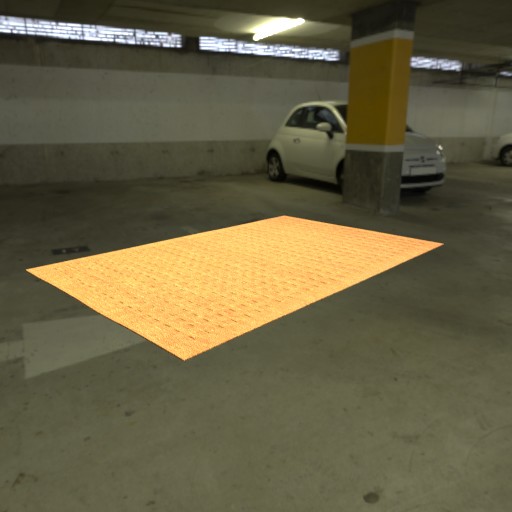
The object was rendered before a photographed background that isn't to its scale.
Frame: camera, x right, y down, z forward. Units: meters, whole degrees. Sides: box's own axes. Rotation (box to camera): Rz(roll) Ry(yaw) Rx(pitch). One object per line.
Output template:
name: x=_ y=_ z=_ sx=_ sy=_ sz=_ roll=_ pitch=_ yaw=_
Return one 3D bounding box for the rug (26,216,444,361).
rug: x=0.000 y=0.000 z=2.179 sx=1.143 sy=0.006 sz=1.747 roll=15 pitch=22 yaw=42
